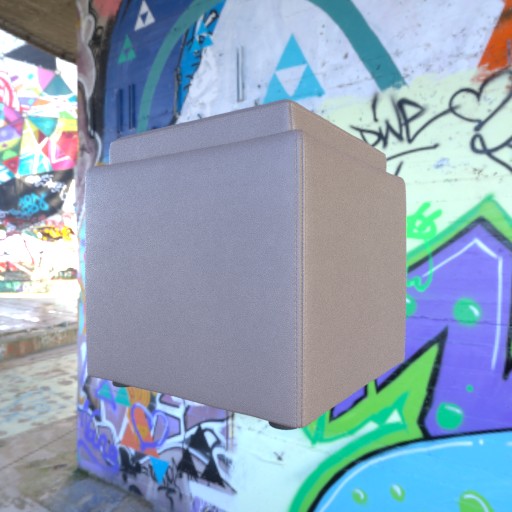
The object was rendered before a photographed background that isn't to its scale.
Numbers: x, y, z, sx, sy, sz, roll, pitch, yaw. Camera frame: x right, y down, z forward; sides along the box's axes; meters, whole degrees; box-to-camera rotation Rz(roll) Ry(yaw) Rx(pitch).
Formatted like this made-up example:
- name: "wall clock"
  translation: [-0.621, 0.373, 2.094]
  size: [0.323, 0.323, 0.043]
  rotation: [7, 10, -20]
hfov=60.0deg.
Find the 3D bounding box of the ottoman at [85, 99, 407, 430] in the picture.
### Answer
- name: "ottoman"
  translation: [0.000, 0.000, 0.840]
  size: [0.450, 0.460, 0.451]
  rotation: [0, 0, 35]
